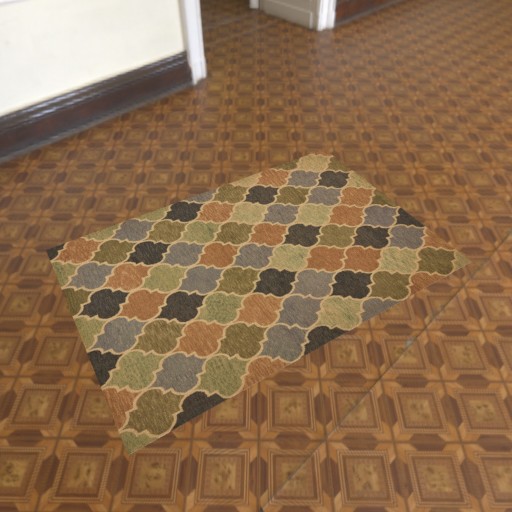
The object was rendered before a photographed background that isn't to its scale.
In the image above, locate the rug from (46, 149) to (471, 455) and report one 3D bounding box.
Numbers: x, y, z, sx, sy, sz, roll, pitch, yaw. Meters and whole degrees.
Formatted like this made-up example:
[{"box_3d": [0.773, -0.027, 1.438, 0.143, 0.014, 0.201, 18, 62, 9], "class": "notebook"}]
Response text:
[{"box_3d": [0.000, 0.000, 2.860, 2.284, 0.006, 1.521, -24, 51, -21], "class": "rug"}]
